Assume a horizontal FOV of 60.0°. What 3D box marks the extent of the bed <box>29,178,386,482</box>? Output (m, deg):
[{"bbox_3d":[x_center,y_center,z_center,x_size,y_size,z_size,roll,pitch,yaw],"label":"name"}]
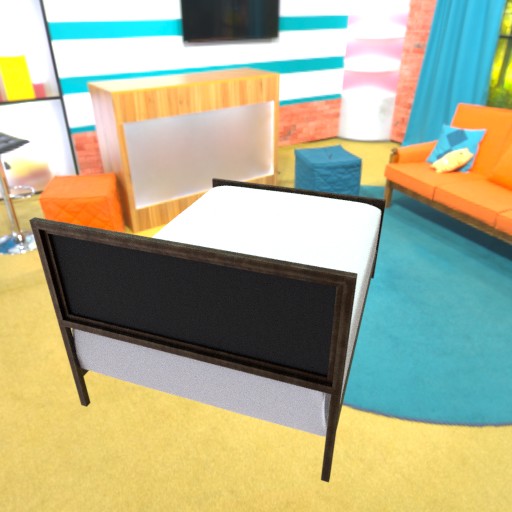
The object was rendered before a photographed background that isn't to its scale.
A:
[{"bbox_3d":[0.000,0.000,3.202,1.607,1.313,2.221,10,31,17],"label":"bed"}]
